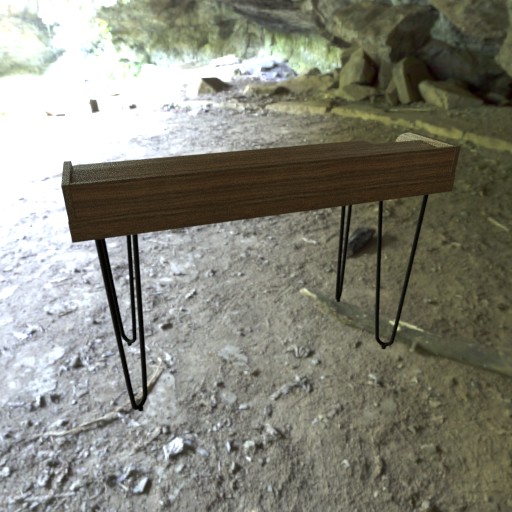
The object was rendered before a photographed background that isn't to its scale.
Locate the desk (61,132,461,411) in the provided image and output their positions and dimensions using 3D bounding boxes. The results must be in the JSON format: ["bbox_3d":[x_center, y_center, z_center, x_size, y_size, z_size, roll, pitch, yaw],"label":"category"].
[{"bbox_3d":[0.000,0.000,1.672,1.200,0.854,0.565,-9,28,-18],"label":"desk"}]
